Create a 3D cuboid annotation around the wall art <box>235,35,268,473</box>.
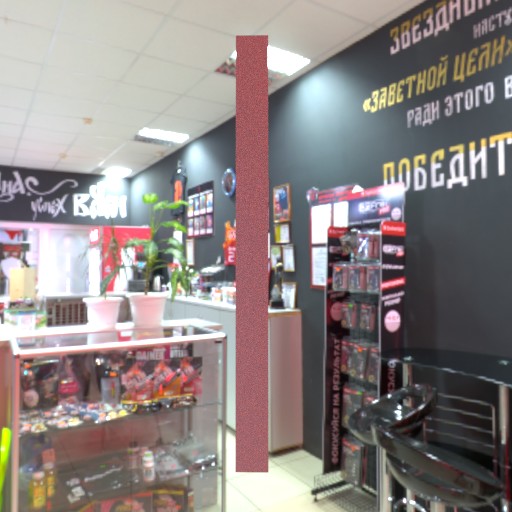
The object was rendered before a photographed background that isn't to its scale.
[{"bbox_3d":[0.000,0.000,0.766,0.038,0.506,0.506,0,-1,1],"label":"wall art"}]
